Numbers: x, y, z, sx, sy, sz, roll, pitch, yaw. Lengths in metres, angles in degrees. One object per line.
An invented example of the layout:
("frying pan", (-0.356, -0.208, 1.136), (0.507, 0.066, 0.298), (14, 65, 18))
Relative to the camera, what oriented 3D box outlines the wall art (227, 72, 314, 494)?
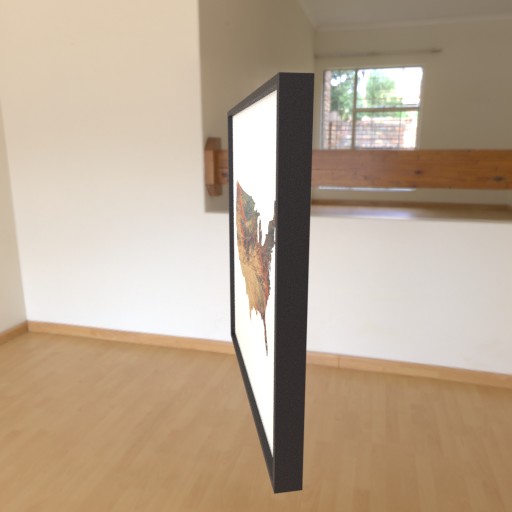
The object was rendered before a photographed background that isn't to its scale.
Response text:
("wall art", (0.000, 0.000, 0.756), (0.038, 0.507, 0.507), (-2, 14, -9))
